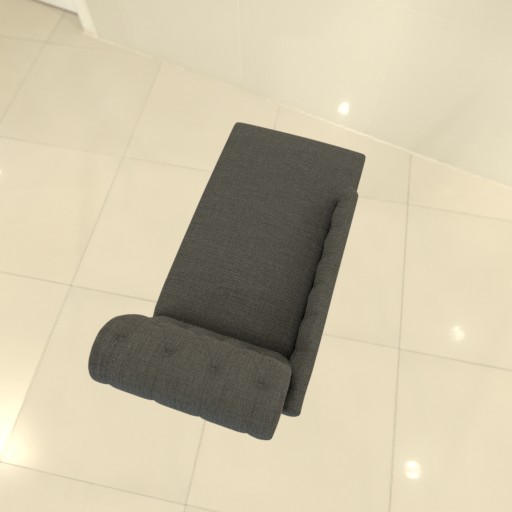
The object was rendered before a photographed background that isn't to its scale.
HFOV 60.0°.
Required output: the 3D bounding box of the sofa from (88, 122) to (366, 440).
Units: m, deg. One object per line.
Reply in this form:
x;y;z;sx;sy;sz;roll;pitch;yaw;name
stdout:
0.000;0.000;1.862;0.675;0.787;1.379;17;66;8;sofa
